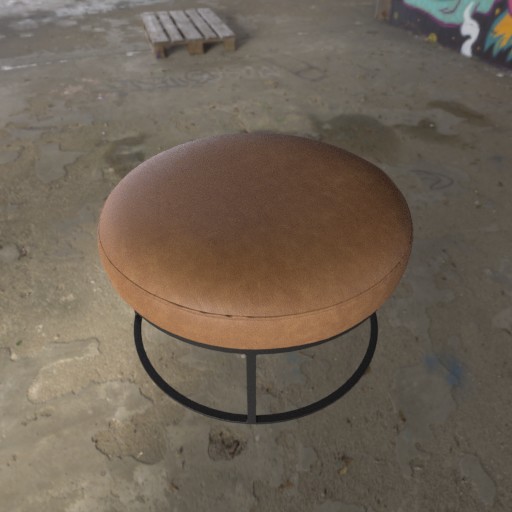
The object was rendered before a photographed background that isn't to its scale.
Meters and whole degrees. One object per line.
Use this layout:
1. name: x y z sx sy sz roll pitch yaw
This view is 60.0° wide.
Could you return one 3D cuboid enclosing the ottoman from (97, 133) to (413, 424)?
1. ottoman: 0.000 0.000 1.218 0.771 0.460 0.771 0 41 0
